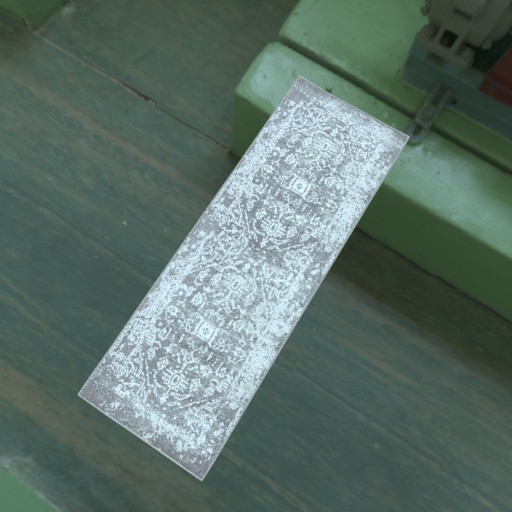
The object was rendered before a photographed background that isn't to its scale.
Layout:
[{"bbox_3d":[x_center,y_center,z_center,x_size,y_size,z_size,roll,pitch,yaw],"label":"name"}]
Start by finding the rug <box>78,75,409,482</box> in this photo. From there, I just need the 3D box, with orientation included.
[{"bbox_3d":[0.000,0.000,2.702,0.855,0.017,2.452,31,78,7],"label":"rug"}]
